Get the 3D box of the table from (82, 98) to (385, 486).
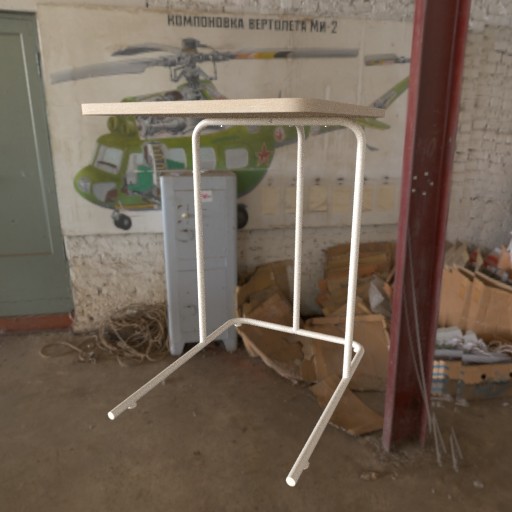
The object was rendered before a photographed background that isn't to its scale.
[{"bbox_3d":[0.000,0.000,0.864,0.370,0.550,0.480,8,18,25],"label":"table"}]
